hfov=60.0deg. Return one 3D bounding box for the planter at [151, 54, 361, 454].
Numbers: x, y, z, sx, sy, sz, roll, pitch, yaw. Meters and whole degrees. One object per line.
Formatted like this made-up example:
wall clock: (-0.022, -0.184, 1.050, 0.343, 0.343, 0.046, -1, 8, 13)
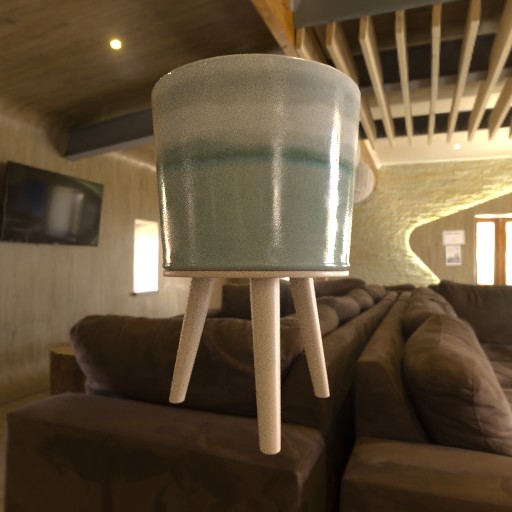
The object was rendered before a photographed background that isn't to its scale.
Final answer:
planter: (0.000, 0.000, 0.571, 0.265, 0.404, 0.265, -1, -2, 36)
